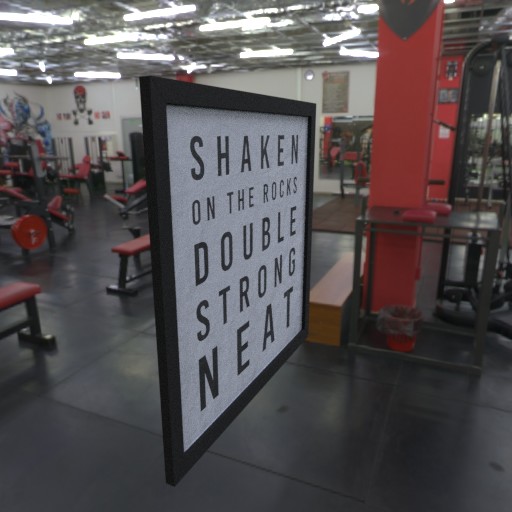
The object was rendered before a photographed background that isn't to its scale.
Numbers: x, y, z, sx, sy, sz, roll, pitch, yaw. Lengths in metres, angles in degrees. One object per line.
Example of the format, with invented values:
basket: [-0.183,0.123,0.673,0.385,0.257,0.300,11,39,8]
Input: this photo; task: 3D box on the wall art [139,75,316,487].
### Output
wall art: [0.000,0.000,0.666,0.013,0.458,0.456,8,17,26]
